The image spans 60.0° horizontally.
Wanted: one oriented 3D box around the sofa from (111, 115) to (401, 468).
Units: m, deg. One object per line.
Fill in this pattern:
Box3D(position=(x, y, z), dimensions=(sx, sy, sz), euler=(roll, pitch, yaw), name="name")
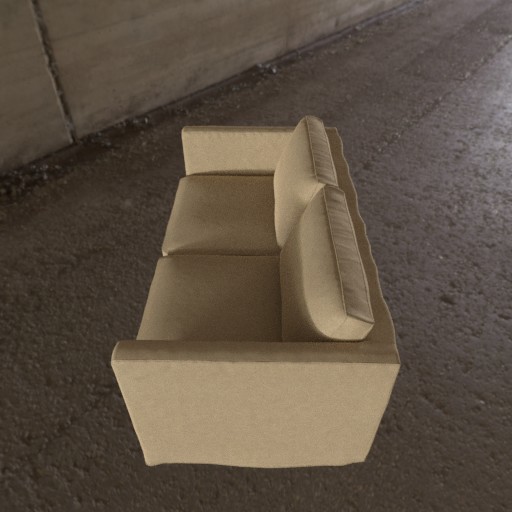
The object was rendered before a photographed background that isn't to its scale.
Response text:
Box3D(position=(0.000, 0.000, 2.208), dimensions=(0.962, 0.835, 1.719), euler=(1, 41, 1), name="sofa")
